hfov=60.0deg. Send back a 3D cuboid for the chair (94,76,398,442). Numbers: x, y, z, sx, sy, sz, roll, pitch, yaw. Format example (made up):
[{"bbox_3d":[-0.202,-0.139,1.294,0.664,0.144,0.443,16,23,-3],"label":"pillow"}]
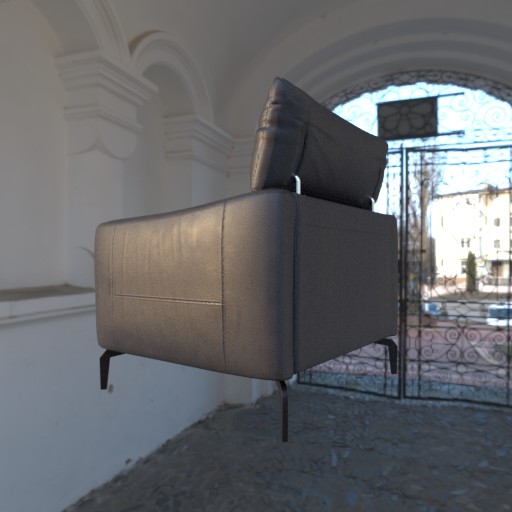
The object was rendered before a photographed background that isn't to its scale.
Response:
[{"bbox_3d":[0.000,0.000,1.691,0.809,0.949,0.976,0,-1,36],"label":"chair"}]
